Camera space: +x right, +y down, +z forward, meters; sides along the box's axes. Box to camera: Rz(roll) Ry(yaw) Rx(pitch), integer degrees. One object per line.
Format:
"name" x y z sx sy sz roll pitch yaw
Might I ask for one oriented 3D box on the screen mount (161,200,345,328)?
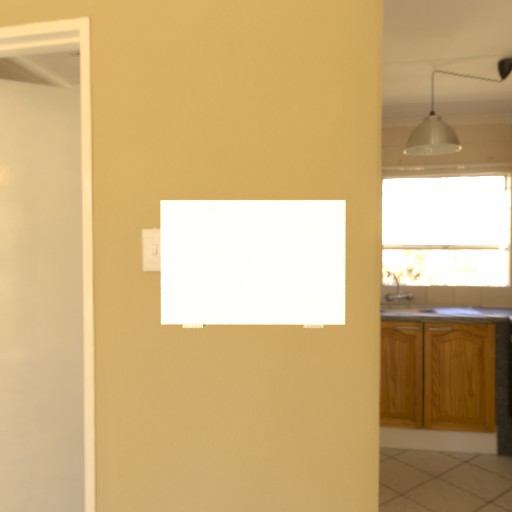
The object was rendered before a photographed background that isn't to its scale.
"screen mount" 0.000 0.000 1.849 0.420 0.320 1.680 0 1 0
